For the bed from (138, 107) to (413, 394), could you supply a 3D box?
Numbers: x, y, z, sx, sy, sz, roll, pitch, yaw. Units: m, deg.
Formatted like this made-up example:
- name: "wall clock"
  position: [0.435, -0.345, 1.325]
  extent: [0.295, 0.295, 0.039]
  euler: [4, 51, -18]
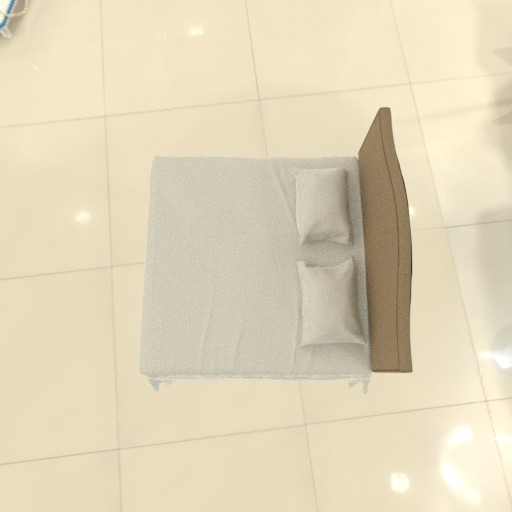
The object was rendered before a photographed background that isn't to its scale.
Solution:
- name: "bed"
  position: [0.000, 0.000, 3.753]
  extent: [2.222, 1.651, 2.311]
  euler: [0, 76, 0]
